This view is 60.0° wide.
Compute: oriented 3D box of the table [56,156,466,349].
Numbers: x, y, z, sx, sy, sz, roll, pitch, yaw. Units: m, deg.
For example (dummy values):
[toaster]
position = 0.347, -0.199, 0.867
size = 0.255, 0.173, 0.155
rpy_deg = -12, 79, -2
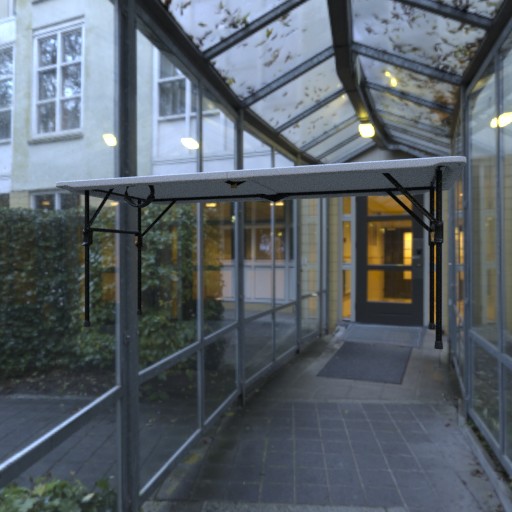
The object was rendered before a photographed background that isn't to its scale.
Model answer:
[table]
position = 0.000, 0.000, 2.211
size = 1.829, 0.719, 0.761
rpy_deg = 0, 0, 19
